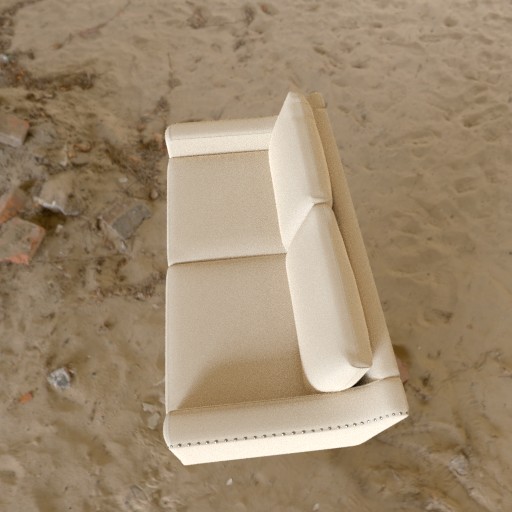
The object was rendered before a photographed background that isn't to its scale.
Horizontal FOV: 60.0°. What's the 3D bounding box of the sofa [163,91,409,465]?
[{"bbox_3d":[0.000,0.000,2.294,0.949,0.830,1.812,-5,58,-3],"label":"sofa"}]
